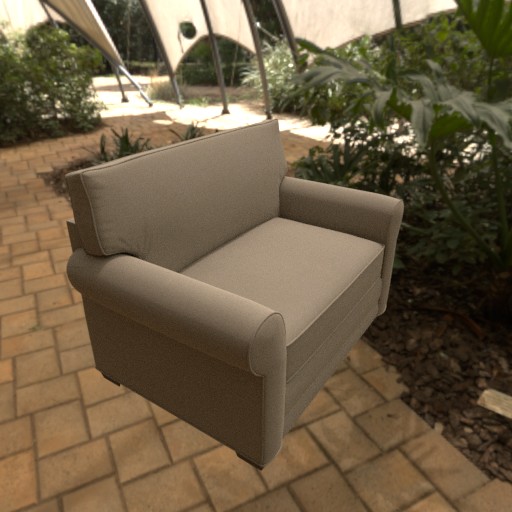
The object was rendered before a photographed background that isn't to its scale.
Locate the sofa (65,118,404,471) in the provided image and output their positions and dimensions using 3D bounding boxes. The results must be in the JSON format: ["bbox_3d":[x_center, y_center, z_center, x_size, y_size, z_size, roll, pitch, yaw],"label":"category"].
[{"bbox_3d":[0.000,0.000,2.041,0.937,1.006,1.405,17,31,30],"label":"sofa"}]
